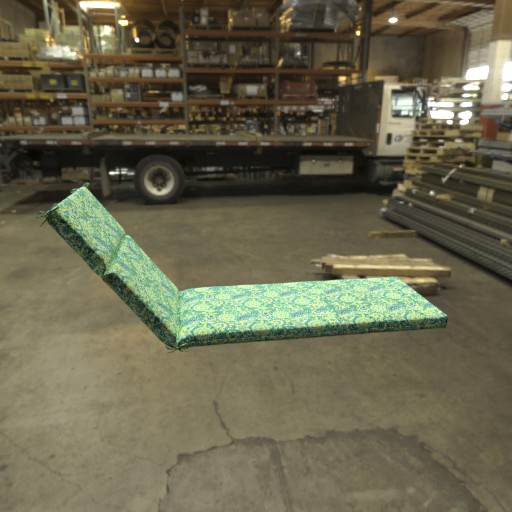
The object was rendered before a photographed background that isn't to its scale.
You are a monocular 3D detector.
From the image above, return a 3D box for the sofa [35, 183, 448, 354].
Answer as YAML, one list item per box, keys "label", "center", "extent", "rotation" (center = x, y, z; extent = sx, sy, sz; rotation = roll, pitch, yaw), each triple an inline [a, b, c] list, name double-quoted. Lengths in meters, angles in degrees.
- label: "sofa"
  center: [0.000, 0.000, 2.014]
  extent: [1.663, 0.622, 0.582]
  rotation: [-3, 18, -8]
